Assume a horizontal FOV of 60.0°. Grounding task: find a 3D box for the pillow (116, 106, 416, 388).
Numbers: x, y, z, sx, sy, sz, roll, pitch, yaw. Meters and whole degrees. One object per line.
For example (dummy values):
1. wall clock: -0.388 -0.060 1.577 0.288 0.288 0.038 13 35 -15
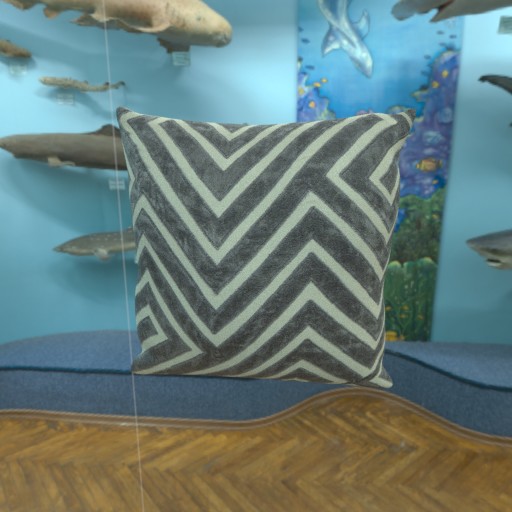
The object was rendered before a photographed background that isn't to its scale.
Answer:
1. pillow: 0.000 0.000 0.680 0.440 0.441 0.182 2 15 8
